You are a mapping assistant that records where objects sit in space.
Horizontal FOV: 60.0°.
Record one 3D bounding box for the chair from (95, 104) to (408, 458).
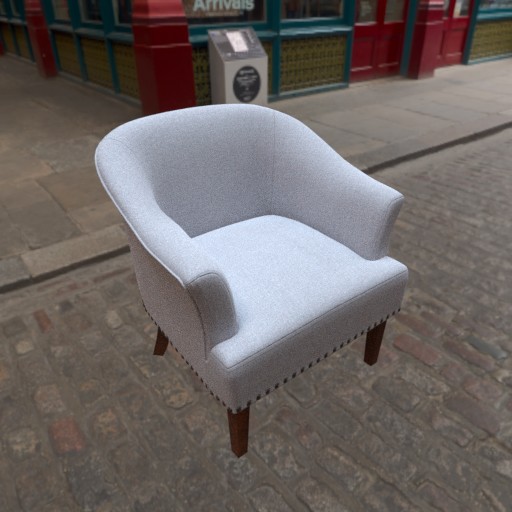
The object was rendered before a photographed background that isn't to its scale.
[{"bbox_3d":[0.000,0.000,1.428,0.798,0.815,0.704,-22,37,-32],"label":"chair"}]
